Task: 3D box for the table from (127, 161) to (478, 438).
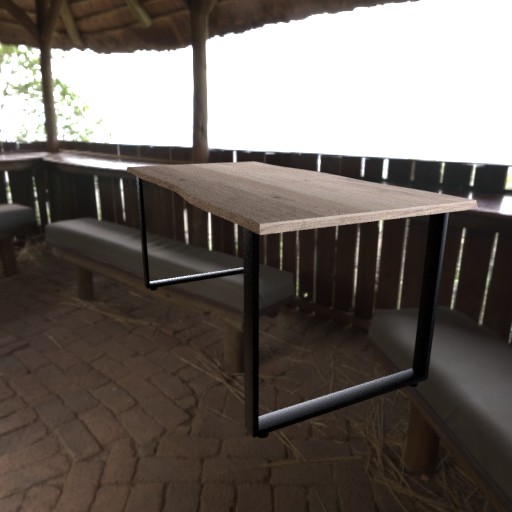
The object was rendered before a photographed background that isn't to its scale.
[{"bbox_3d":[0.000,0.000,2.258,0.900,0.780,1.800,-8,19,-25],"label":"table"}]
